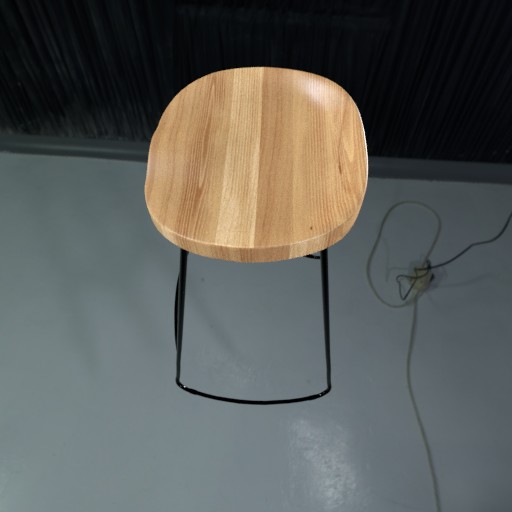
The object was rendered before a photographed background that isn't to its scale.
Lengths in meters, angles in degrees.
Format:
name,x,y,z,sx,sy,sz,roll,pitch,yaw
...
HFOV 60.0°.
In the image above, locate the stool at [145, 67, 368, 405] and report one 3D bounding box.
name,x,y,z,sx,sy,sz,roll,pitch,yaw
stool,0.000,0.000,0.981,0.401,0.679,0.480,2,58,1
